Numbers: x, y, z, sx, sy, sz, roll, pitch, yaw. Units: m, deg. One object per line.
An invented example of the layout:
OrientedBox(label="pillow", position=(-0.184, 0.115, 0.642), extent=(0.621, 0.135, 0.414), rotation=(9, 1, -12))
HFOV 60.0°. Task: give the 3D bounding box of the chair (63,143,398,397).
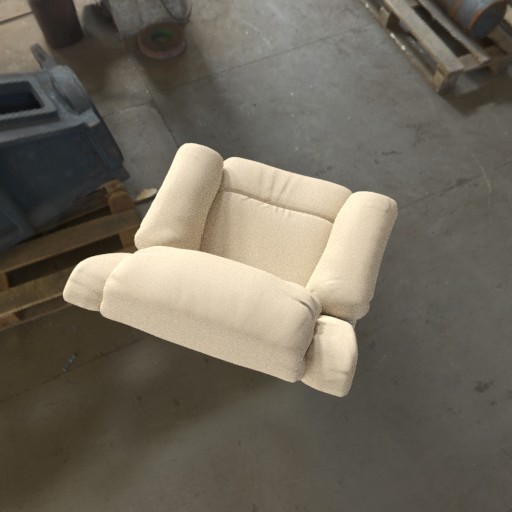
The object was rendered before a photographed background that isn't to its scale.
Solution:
OrientedBox(label="chair", position=(0.000, 0.000, 1.226), extent=(0.680, 0.702, 0.709), rotation=(17, 64, 9))
